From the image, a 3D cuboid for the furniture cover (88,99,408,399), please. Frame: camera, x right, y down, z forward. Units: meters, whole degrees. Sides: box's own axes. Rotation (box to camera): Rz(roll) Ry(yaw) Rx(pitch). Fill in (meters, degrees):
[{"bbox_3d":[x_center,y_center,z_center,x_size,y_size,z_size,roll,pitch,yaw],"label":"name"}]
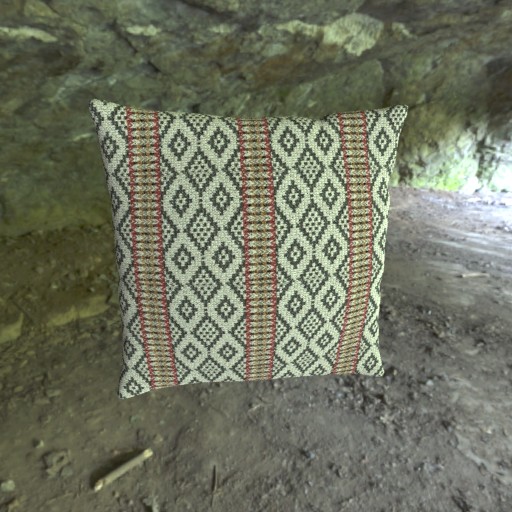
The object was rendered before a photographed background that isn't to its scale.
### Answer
[{"bbox_3d":[0.000,0.000,0.764,0.503,0.506,0.182,-2,16,-8],"label":"furniture cover"}]
